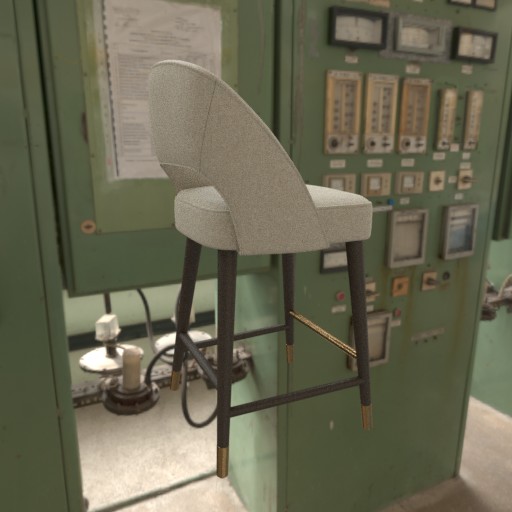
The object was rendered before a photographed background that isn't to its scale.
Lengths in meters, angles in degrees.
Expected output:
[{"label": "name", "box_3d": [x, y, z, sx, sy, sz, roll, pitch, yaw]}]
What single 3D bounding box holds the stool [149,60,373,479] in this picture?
[{"label": "stool", "box_3d": [0.000, 0.000, 1.205, 0.509, 0.940, 0.494, -7, 15, -25]}]
